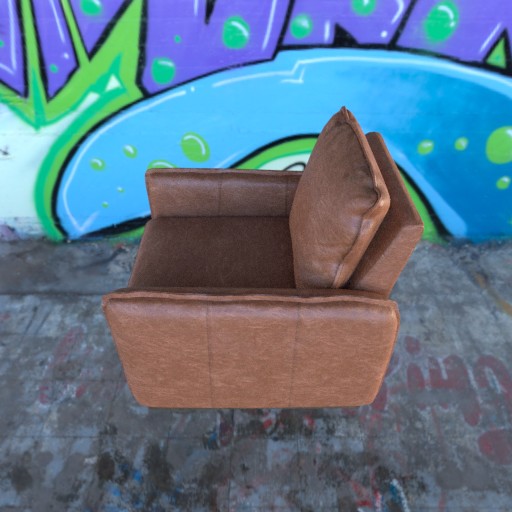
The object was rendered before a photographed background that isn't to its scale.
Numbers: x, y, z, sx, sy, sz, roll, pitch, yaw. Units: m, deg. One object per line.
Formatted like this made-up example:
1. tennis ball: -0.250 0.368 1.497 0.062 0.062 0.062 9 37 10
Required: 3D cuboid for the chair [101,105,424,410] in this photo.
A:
1. chair: 0.000 0.000 1.639 0.922 0.922 0.830 0 41 0
